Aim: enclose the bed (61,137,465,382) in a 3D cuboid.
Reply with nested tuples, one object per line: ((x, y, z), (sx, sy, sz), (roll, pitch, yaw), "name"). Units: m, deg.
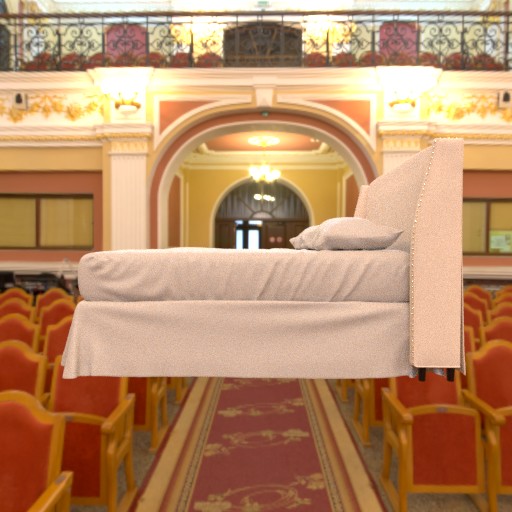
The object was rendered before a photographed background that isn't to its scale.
((0.000, 0.000, 3.320), (2.276, 1.332, 1.925), (0, 1, 1), "bed")
